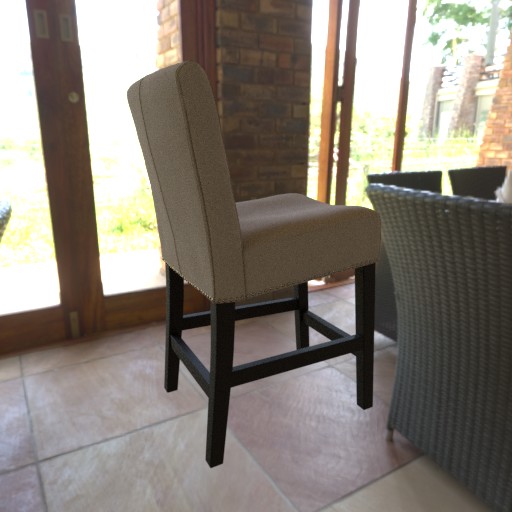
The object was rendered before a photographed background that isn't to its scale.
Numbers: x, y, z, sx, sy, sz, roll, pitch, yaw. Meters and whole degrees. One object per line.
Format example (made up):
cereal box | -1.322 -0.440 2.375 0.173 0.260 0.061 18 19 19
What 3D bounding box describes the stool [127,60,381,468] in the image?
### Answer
stool | 0.000 0.000 1.189 0.571 0.885 0.427 -8 17 -27
